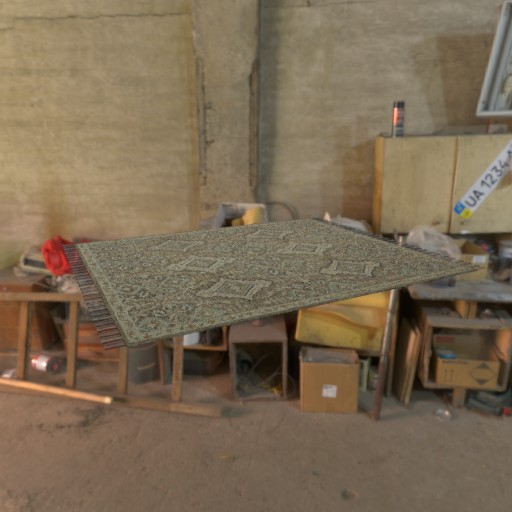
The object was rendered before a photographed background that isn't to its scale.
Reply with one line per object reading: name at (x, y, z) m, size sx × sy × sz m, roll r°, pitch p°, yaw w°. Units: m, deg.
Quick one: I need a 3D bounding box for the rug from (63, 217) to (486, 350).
rug at (0.000, 0.000, 4.035) m, size 3.056 × 0.010 × 2.437 m, roll -8°, pitch 18°, yaw -27°
